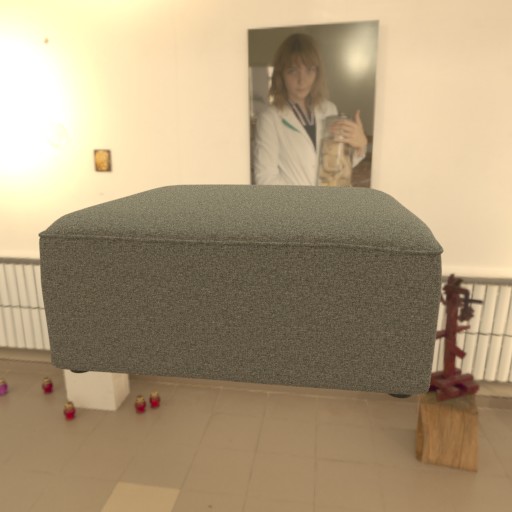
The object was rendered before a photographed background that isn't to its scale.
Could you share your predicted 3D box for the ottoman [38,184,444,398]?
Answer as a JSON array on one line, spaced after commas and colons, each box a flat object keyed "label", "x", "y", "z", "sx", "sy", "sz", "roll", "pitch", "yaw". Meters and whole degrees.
[{"label": "ottoman", "x": 0.000, "y": 0.000, "z": 1.568, "sx": 1.005, "sy": 0.464, "sz": 1.015, "roll": 2, "pitch": 15, "yaw": 8}]
